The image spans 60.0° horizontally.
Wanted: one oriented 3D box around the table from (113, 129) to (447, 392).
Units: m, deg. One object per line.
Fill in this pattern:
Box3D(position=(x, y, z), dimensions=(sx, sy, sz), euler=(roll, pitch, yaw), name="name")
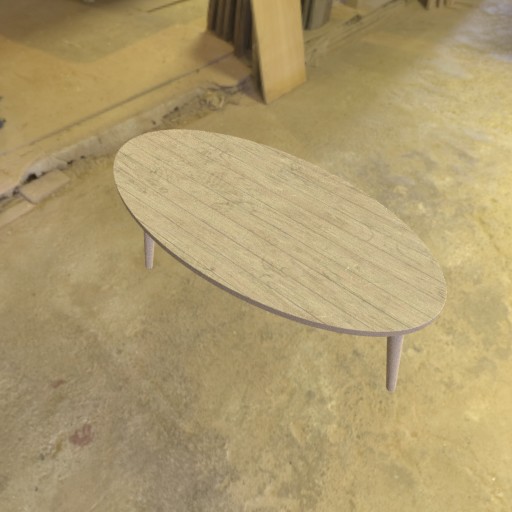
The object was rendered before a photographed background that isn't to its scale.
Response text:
Box3D(position=(0.000, 0.000, 1.363), dimensions=(1.083, 0.390, 0.542), euler=(33, 54, 28), name="table")
